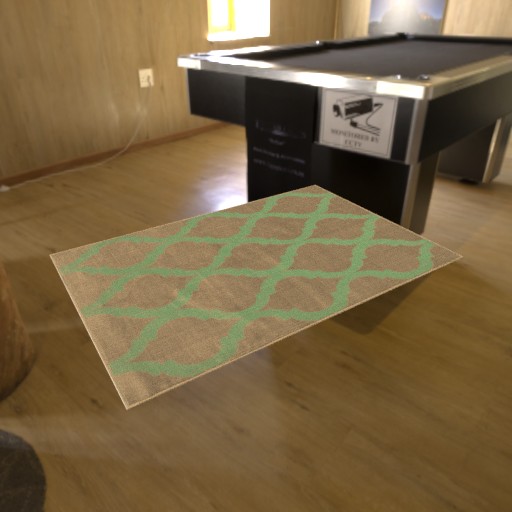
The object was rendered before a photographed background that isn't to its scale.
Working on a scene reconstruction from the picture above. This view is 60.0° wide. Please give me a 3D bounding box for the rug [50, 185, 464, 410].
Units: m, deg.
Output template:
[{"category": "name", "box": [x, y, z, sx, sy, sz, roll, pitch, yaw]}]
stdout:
[{"category": "rug", "box": [0.000, 0.000, 2.941, 2.286, 0.006, 1.524, -18, 35, -28]}]
